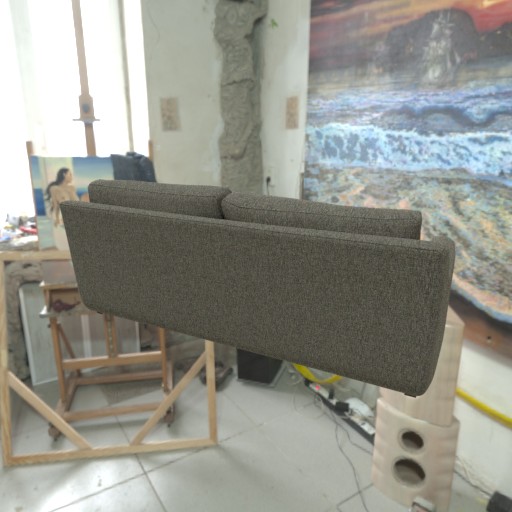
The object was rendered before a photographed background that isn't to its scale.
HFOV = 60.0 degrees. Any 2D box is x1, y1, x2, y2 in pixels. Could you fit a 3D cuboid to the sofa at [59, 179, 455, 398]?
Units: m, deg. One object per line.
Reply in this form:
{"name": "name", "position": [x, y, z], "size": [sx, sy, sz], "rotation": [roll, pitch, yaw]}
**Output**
{"name": "sofa", "position": [0.000, 0.000, 2.955], "size": [2.418, 0.998, 1.103], "rotation": [9, 19, 27]}
